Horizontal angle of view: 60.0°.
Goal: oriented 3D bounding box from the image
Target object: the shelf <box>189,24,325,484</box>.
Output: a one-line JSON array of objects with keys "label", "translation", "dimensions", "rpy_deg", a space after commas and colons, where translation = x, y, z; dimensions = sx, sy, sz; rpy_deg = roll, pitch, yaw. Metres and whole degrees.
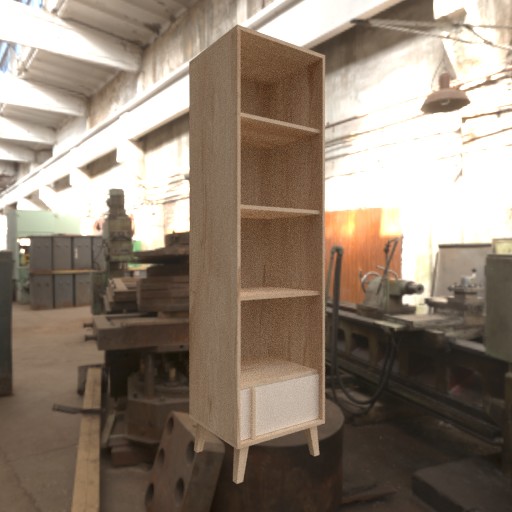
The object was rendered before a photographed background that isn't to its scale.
[{"label": "shelf", "translation": [0.000, 0.000, 2.206], "dimensions": [0.510, 1.960, 0.450], "rpy_deg": [0, 0, -35]}]
